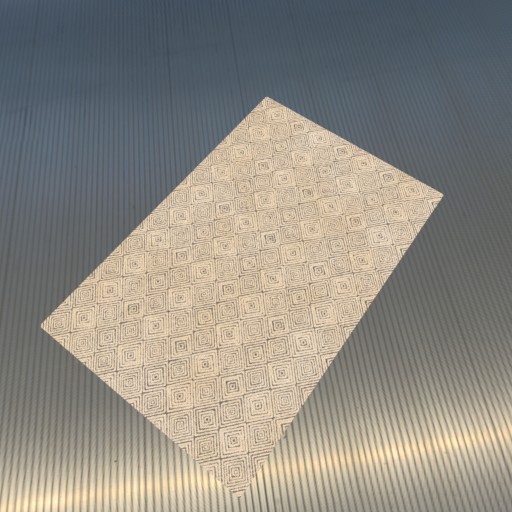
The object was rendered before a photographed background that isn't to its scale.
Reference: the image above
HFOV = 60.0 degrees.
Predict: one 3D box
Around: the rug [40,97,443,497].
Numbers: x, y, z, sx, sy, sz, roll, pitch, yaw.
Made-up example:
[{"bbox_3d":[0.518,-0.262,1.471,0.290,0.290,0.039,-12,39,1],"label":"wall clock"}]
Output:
[{"bbox_3d":[0.000,0.000,2.216,1.175,0.008,1.783,34,69,15],"label":"rug"}]
